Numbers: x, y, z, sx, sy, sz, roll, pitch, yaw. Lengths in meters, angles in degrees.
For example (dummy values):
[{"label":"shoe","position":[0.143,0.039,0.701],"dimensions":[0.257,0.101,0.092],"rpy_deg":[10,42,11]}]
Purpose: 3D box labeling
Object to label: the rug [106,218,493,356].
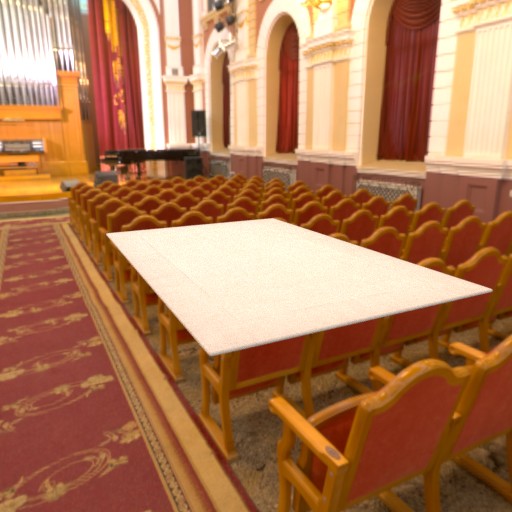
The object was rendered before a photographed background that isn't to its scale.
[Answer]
[{"label":"rug","position":[0.000,0.000,2.306],"dimensions":[1.219,0.013,1.829],"rpy_deg":[-7,17,-26]}]
